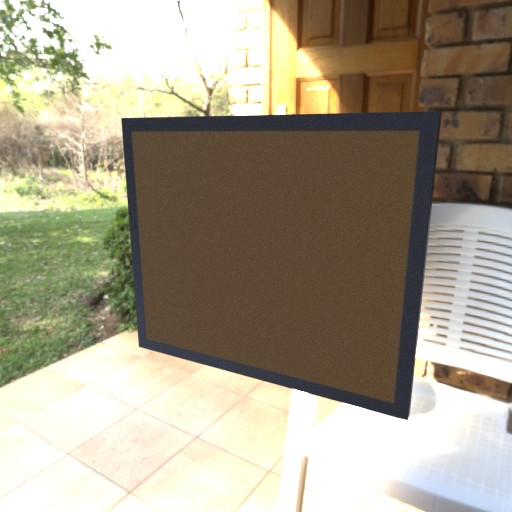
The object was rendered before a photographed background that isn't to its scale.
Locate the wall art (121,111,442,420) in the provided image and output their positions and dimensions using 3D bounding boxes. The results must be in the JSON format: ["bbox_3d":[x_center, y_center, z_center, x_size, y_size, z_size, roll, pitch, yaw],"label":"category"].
[{"bbox_3d":[0.000,0.000,0.922,0.660,0.558,0.026,8,17,26],"label":"wall art"}]
